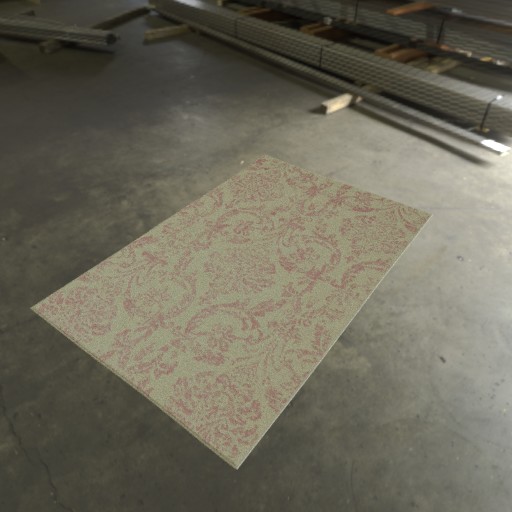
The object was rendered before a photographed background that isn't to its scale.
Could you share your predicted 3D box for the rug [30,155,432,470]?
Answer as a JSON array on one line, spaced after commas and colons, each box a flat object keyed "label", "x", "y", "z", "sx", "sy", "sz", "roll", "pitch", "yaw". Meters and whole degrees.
[{"label": "rug", "x": 0.000, "y": 0.000, "z": 2.319, "sx": 1.219, "sy": 0.012, "sz": 1.839, "roll": 26, "pitch": 47, "yaw": 27}]
